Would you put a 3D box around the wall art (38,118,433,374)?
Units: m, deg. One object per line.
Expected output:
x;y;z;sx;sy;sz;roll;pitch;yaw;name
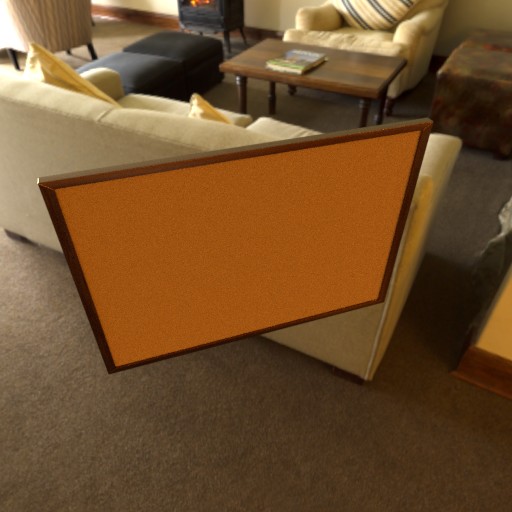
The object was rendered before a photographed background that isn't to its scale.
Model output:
0.000;0.000;0.566;0.431;0.304;0.012;-12;42;-14;wall art
